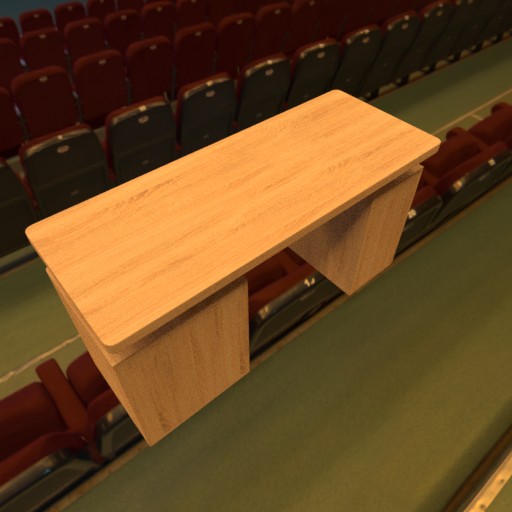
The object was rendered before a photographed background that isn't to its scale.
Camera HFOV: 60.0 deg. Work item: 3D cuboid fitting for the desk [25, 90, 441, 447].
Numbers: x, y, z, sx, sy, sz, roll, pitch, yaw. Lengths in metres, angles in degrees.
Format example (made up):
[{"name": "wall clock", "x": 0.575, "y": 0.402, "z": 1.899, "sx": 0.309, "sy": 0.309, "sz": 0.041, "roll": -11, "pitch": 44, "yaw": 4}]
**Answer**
[{"name": "desk", "x": 0.000, "y": 0.000, "z": 1.793, "sx": 1.400, "sy": 0.760, "sz": 0.550, "roll": -32, "pitch": 55, "yaw": -26}]
